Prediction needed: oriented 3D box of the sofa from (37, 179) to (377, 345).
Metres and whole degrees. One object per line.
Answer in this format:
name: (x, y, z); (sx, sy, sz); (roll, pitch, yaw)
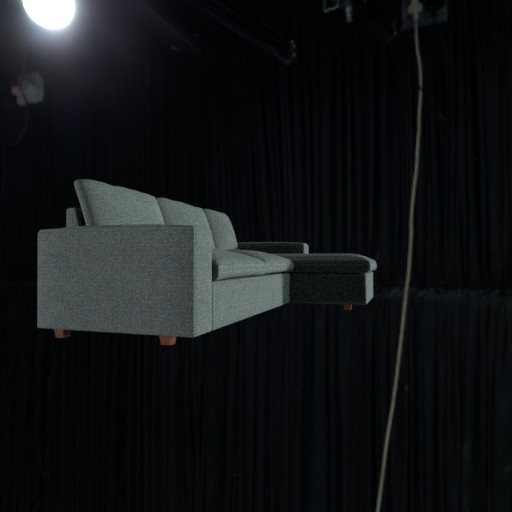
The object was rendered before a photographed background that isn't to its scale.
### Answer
sofa: (0.000, 0.000, 3.509); (1.689, 0.940, 2.718); (0, -1, 19)
